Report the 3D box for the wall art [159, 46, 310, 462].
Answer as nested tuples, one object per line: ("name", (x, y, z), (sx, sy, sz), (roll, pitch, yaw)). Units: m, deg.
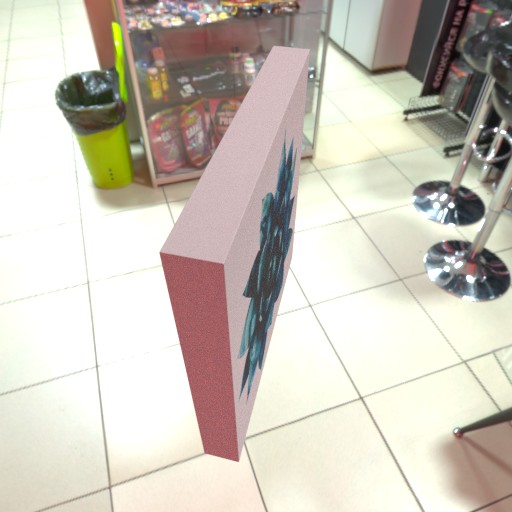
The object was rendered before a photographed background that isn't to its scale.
("wall art", (0.000, 0.000, 0.458), (0.038, 0.305, 0.305), (10, 47, 9))
